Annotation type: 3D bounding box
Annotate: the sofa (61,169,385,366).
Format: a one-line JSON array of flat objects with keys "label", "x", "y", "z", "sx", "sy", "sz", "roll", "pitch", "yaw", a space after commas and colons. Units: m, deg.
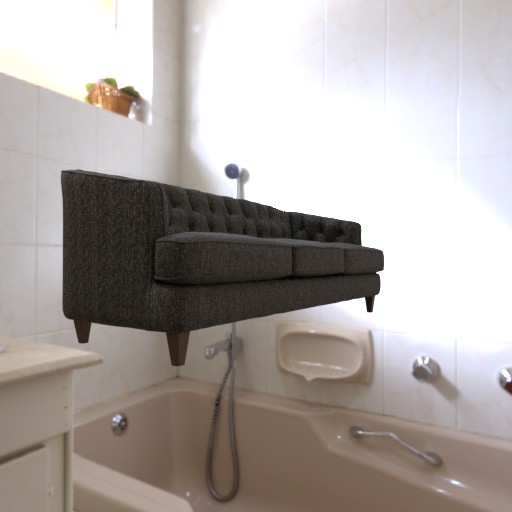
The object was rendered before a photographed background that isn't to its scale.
[{"label": "sofa", "x": 0.000, "y": 0.000, "z": 2.756, "sx": 0.941, "sy": 0.855, "sz": 2.278, "roll": 0, "pitch": -1, "yaw": 34}]
